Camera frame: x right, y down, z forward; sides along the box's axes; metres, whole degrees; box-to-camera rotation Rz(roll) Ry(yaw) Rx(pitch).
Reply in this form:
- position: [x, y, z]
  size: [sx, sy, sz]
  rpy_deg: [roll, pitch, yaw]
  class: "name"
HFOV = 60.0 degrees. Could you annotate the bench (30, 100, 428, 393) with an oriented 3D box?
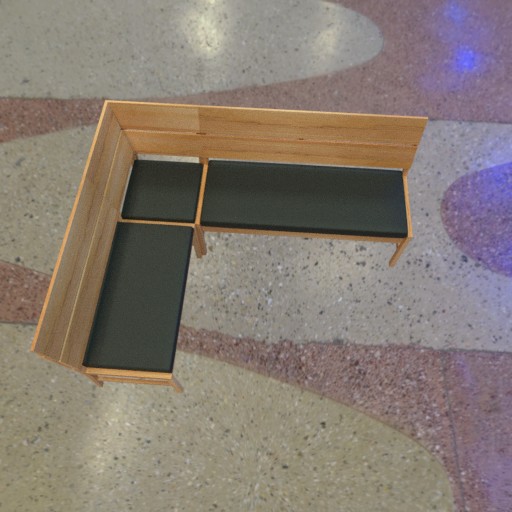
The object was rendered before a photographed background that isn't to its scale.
- position: [0.000, 0.000, 2.718]
  size: [1.948, 0.890, 1.548]
  rpy_deg: [4, 63, 2]
  class: "bench"
